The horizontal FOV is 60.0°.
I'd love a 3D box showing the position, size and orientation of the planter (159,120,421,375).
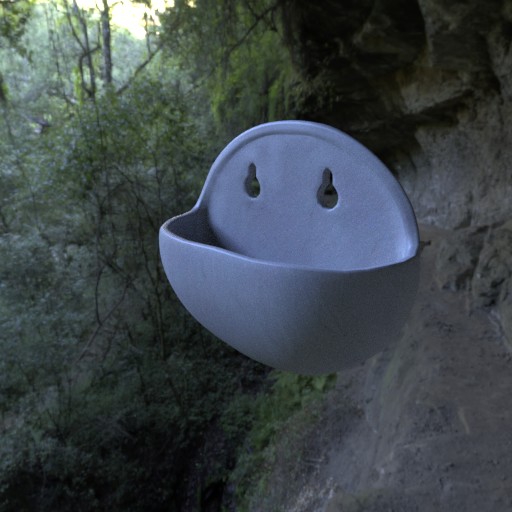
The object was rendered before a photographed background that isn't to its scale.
[{"bbox_3d":[0.000,0.000,0.278,0.190,0.164,0.073,15,22,42],"label":"planter"}]
